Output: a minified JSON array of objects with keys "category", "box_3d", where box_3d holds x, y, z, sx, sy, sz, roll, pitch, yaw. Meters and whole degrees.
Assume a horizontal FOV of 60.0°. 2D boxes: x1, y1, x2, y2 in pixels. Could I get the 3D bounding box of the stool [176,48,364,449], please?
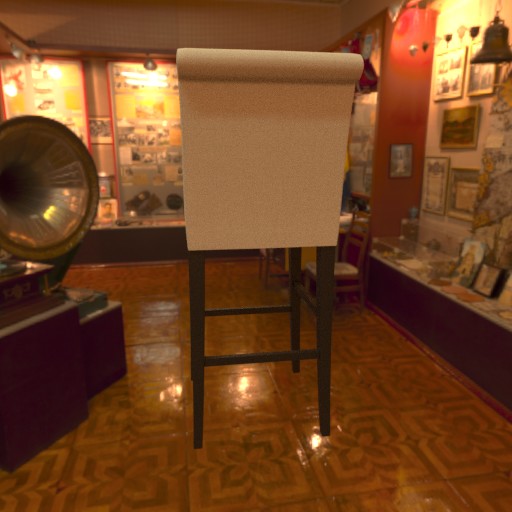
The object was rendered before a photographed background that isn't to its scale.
[{"category":"stool","box_3d":[0.000,0.000,1.431,0.452,1.124,0.597,-2,14,-8]}]
